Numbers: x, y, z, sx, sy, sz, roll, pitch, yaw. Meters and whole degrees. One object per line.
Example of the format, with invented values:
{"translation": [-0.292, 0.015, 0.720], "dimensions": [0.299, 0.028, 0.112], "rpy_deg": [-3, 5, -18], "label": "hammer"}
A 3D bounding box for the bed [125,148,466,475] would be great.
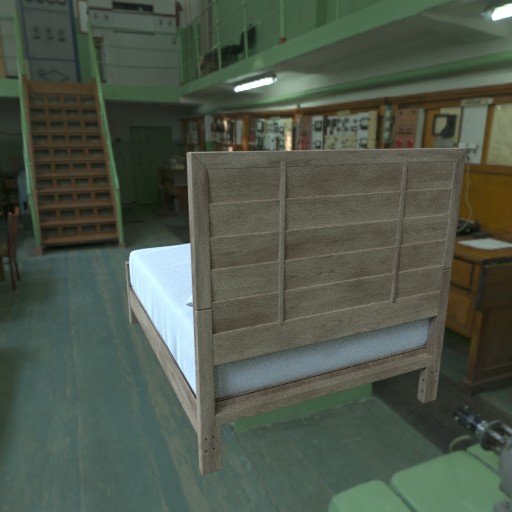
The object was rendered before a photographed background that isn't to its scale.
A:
{"translation": [0.000, 0.000, 3.362], "dimensions": [1.626, 1.626, 2.197], "rpy_deg": [-7, 17, -24], "label": "bed"}
